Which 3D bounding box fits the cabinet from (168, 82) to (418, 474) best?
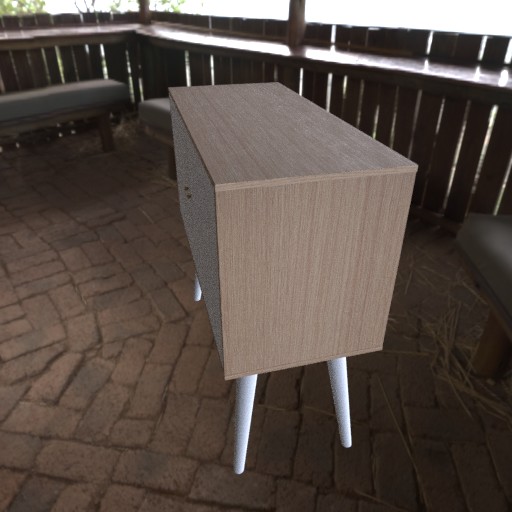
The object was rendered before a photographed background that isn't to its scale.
[{"bbox_3d":[0.000,0.000,1.634,0.470,1.016,1.057,-8,32,-13],"label":"cabinet"}]
